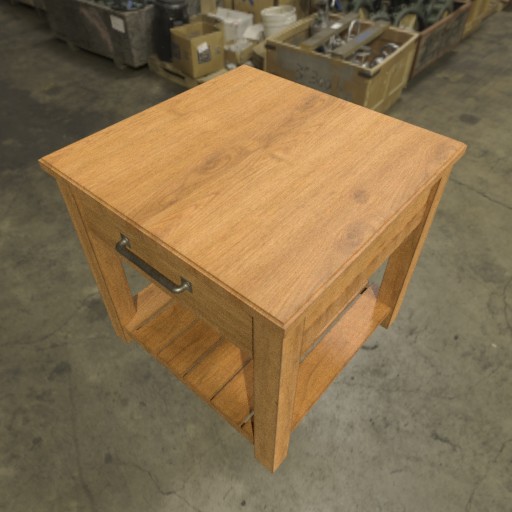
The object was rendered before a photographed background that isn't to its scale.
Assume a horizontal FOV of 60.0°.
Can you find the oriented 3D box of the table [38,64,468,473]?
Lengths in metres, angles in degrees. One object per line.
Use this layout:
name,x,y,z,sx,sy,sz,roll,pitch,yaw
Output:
table,0.000,0.000,1.093,0.616,0.593,0.612,32,53,27
